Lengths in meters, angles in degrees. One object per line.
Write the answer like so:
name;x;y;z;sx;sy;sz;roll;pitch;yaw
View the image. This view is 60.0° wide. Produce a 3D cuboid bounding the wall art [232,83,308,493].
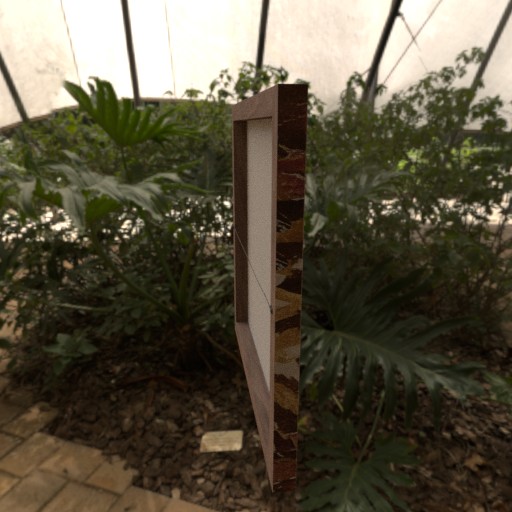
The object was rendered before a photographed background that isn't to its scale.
wall art;0.000;0.000;0.915;0.041;0.613;0.609;-2;16;-8
